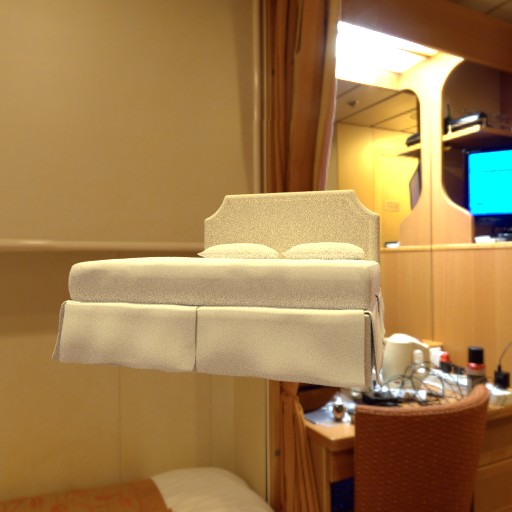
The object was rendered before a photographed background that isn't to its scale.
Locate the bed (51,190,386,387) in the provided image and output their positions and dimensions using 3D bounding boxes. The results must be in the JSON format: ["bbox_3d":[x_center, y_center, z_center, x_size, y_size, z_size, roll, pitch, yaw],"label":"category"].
[{"bbox_3d":[0.000,0.000,4.199,2.350,1.590,2.773,0,-1,17],"label":"bed"}]
